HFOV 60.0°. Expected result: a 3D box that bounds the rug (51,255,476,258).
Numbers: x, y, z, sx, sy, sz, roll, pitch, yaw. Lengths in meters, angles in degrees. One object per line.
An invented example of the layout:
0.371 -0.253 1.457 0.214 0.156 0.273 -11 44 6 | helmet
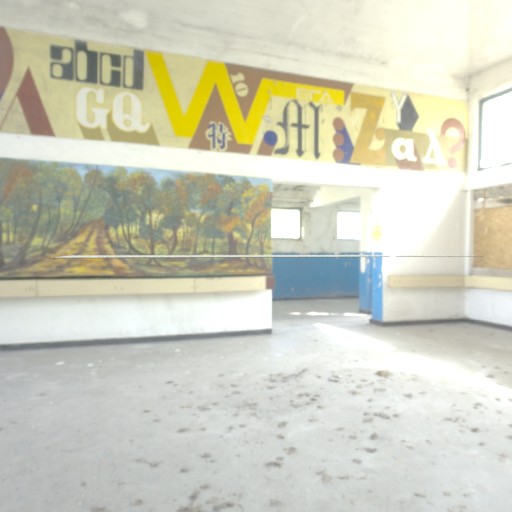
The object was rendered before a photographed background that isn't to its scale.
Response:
0.000 0.000 3.060 2.439 0.005 1.524 0 0 -19 | rug
